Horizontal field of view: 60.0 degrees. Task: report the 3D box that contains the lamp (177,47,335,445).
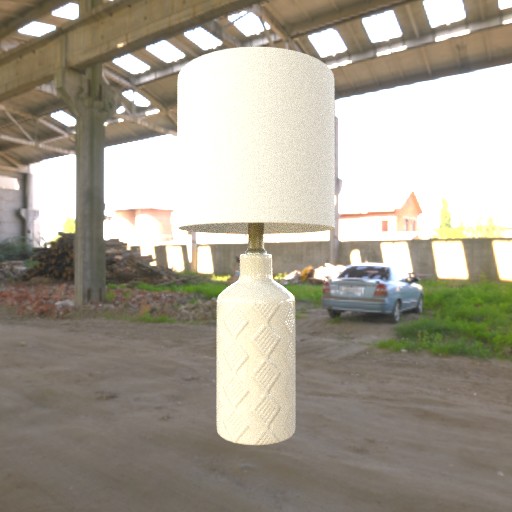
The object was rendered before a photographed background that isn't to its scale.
[{"bbox_3d":[0.000,0.000,0.590,0.207,0.461,0.207,0,-1,0],"label":"lamp"}]
